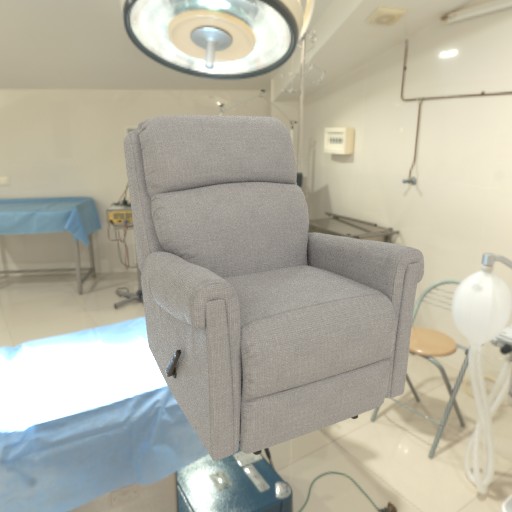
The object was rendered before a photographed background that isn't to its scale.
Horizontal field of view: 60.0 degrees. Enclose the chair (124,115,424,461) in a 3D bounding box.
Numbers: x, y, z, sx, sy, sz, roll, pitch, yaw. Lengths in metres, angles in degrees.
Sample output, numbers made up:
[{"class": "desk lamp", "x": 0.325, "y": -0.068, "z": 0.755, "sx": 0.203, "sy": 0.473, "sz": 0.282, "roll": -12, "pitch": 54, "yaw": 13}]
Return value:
[{"class": "chair", "x": 0.000, "y": 0.000, "z": 1.721, "sx": 0.838, "sy": 1.054, "sz": 1.014, "roll": -8, "pitch": 18, "yaw": -26}]
